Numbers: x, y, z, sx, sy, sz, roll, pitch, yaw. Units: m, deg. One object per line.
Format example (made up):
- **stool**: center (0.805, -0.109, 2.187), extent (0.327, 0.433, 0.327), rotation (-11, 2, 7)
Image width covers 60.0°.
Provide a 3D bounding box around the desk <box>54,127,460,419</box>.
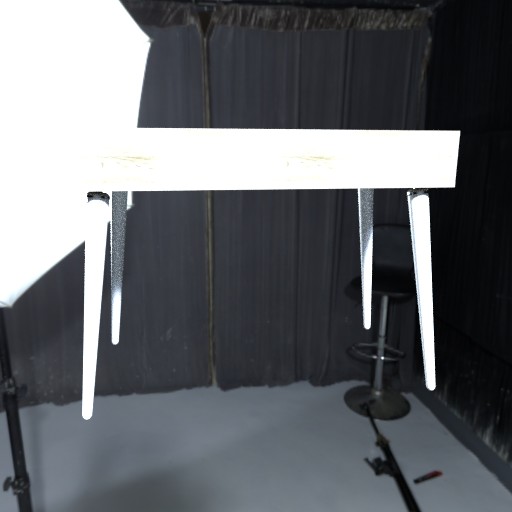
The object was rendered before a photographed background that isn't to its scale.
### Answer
- **desk**: center (0.000, 0.000, 1.361), extent (0.979, 0.723, 0.491), rotation (-2, 13, -9)
